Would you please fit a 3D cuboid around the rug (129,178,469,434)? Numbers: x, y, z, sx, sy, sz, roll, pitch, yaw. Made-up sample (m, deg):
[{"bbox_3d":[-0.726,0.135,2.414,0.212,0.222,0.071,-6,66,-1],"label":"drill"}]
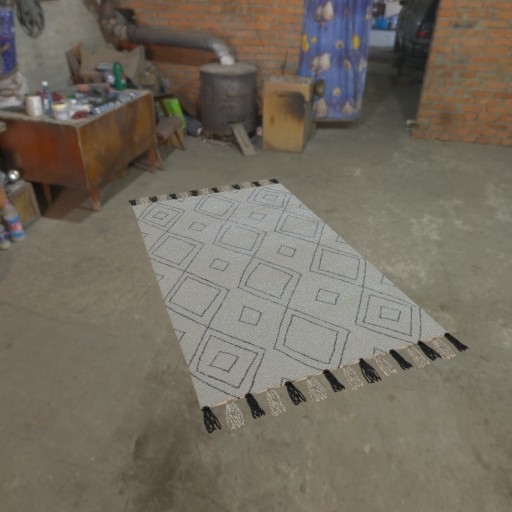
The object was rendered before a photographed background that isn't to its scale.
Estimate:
[{"bbox_3d":[0.000,0.000,3.333,1.524,0.021,2.755,-12,34,-18],"label":"rug"}]
